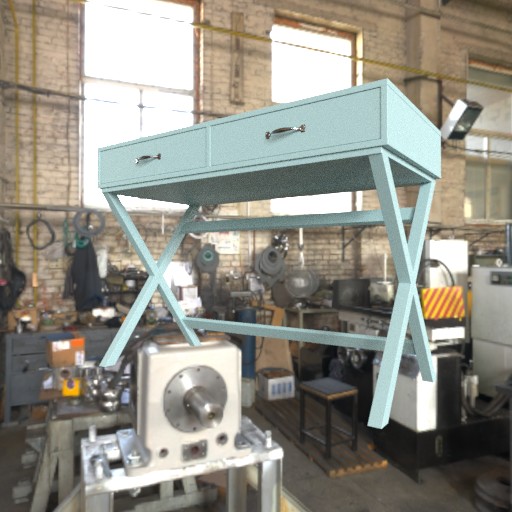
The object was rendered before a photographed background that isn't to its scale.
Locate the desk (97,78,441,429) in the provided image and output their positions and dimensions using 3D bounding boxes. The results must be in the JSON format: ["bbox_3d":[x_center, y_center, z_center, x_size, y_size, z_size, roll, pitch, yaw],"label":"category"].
[{"bbox_3d":[0.000,0.000,1.483,1.057,0.780,0.525,0,-1,35],"label":"desk"}]
